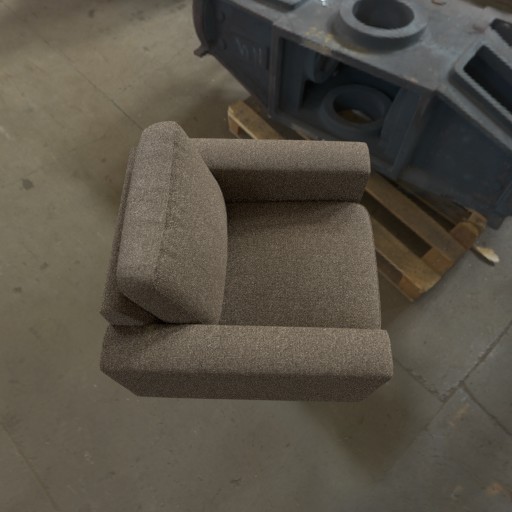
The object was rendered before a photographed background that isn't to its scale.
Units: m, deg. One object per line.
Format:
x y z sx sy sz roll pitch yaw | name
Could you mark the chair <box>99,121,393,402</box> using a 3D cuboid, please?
0.000 0.000 1.788 1.016 0.873 1.005 1 64 1 | chair
